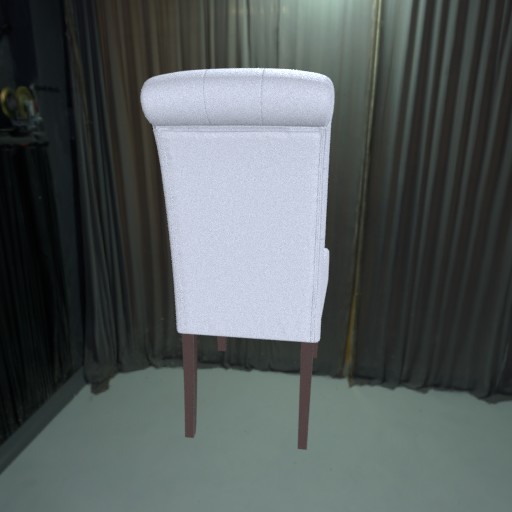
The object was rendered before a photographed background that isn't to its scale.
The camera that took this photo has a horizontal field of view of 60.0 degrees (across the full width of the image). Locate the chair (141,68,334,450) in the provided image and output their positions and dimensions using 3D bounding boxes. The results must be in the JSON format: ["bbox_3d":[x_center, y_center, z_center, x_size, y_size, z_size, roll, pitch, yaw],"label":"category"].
[{"bbox_3d":[0.000,0.000,1.354,0.456,1.006,0.671,3,18,8],"label":"chair"}]
